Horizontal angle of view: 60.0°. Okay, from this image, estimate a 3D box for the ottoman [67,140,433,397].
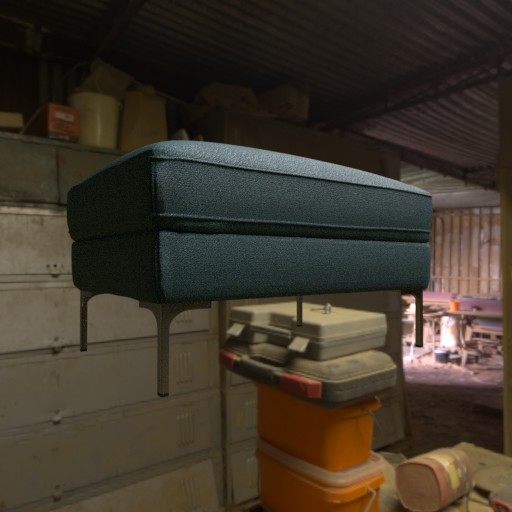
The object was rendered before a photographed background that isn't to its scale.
[{"bbox_3d":[0.000,0.000,1.193,0.856,0.498,0.563,1,-1,-37],"label":"ottoman"}]
